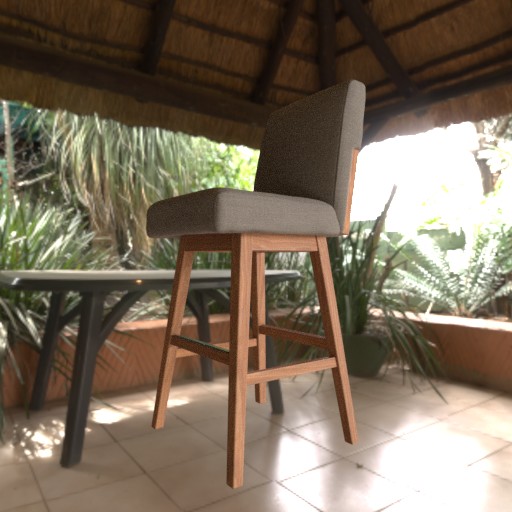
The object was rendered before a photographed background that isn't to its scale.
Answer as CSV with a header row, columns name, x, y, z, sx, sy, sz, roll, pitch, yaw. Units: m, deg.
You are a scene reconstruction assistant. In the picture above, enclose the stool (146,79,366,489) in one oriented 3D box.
name,x,y,z,sx,sy,sz,roll,pitch,yaw
stool,0.000,0.000,1.393,0.570,1.112,0.483,0,0,-36
